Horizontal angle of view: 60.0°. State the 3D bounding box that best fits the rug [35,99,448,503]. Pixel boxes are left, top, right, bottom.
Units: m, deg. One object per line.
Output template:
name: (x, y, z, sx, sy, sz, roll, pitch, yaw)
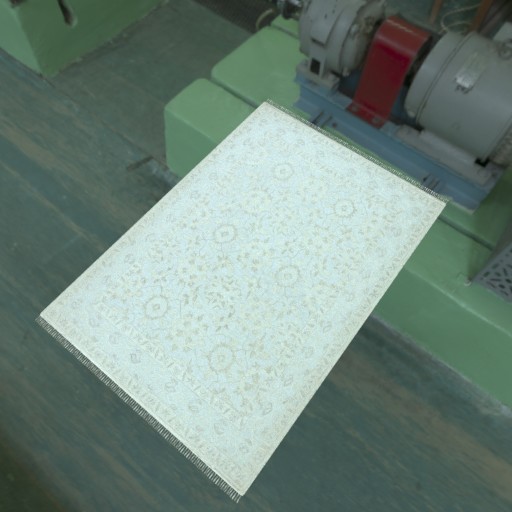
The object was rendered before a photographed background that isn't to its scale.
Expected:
rug: (0.000, 0.000, 2.755, 1.514, 0.011, 2.233, 35, 68, 16)
